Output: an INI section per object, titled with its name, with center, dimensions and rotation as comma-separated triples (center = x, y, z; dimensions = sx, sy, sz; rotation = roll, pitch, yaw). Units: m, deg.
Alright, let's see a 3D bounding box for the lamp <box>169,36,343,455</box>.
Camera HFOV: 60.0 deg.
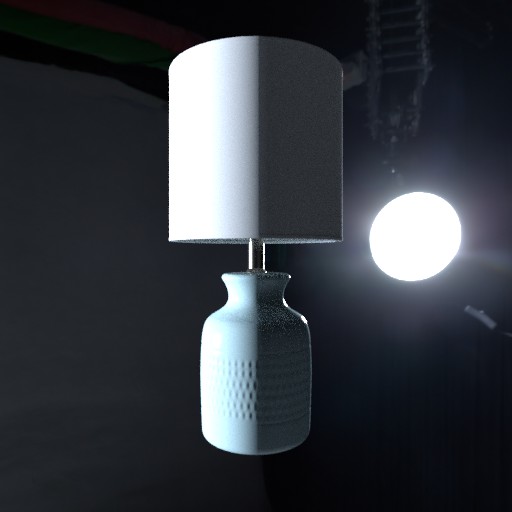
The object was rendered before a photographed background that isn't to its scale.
[lamp]
center = 0.000, 0.000, 1.086
dimensions = 0.418, 0.871, 0.418
rotation = 0, 0, -37
